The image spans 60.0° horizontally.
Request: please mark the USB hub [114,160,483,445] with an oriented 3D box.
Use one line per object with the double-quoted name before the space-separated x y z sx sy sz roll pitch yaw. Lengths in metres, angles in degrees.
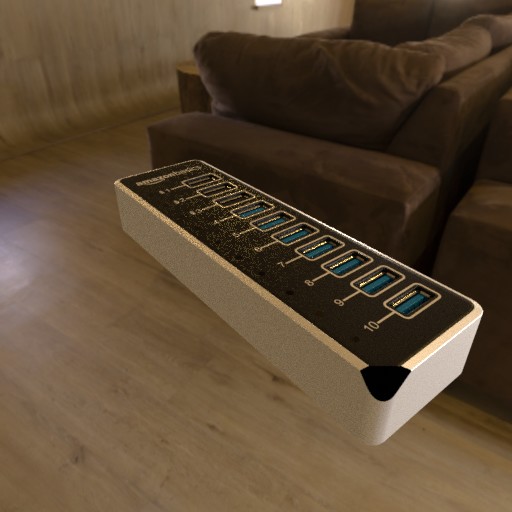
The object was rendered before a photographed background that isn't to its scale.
"USB hub" 0.000 0.000 0.160 0.044 0.023 0.145 -23 39 -32
